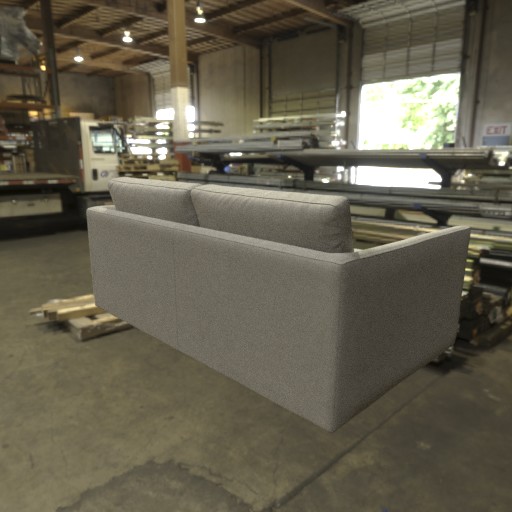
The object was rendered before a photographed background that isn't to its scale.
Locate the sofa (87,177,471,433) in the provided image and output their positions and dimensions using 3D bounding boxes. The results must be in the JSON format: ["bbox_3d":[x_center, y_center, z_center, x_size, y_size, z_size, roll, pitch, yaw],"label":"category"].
[{"bbox_3d":[0.000,0.000,2.488,1.091,0.839,1.905,-13,19,-43],"label":"sofa"}]
